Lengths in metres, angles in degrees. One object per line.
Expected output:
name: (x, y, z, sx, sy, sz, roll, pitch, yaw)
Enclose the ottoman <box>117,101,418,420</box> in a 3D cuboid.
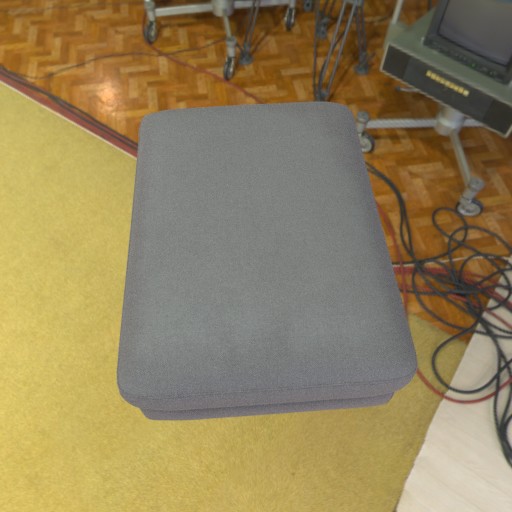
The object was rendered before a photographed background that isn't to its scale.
ottoman: (0.000, 0.000, 1.179, 0.608, 0.449, 0.811, -3, 59, -2)
